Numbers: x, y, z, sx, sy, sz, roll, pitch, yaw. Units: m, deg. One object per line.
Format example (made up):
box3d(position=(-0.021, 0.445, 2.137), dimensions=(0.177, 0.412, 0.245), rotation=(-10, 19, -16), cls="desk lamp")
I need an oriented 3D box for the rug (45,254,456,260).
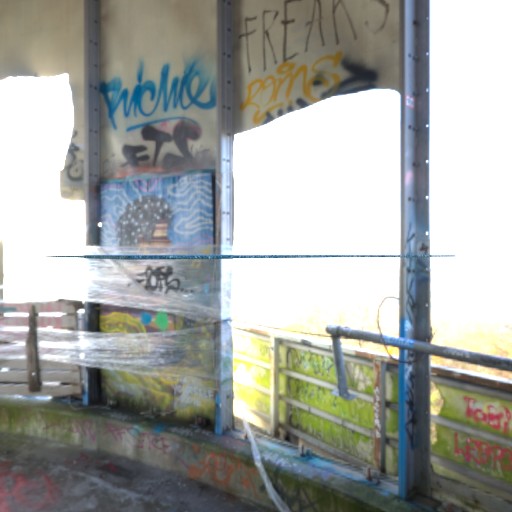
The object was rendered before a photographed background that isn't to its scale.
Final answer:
box3d(position=(0.000, 0.000, 2.922), dimensions=(2.277, 0.015, 1.490), rotation=(0, 0, -36), cls="rug")
